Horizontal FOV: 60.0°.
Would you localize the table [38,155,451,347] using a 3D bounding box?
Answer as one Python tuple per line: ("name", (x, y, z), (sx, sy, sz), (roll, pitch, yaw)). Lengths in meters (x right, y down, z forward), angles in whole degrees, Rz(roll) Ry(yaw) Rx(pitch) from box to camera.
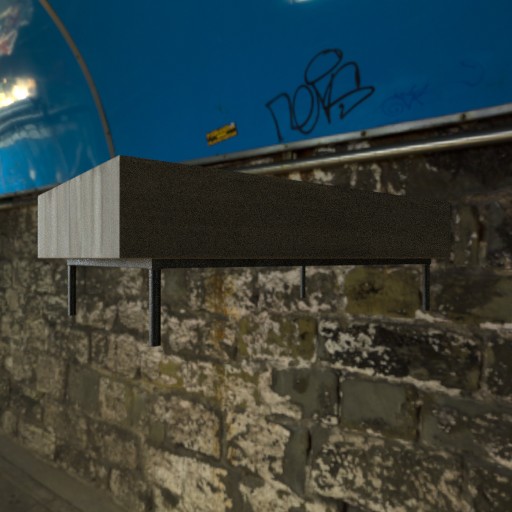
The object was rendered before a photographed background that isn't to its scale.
("table", (0.000, 0.000, 1.349), (1.088, 0.347, 0.643), (0, 0, -38))
